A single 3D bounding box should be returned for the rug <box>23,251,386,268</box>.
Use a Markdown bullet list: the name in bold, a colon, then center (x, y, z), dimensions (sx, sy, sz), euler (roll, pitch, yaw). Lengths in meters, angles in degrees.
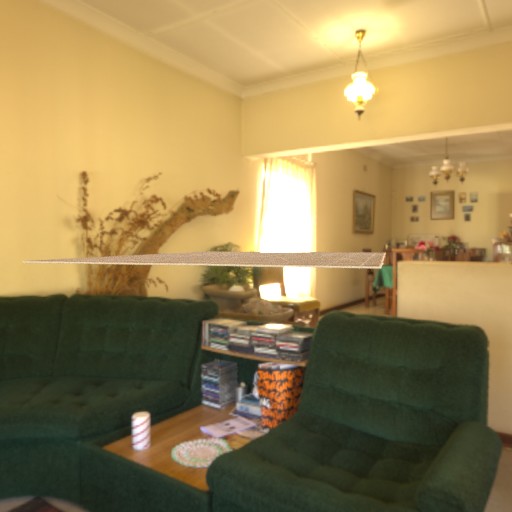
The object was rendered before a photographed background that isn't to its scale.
- **rug**: center (0.000, 0.000, 4.382), dimensions (2.449, 0.019, 3.357), euler (1, 2, 17)
